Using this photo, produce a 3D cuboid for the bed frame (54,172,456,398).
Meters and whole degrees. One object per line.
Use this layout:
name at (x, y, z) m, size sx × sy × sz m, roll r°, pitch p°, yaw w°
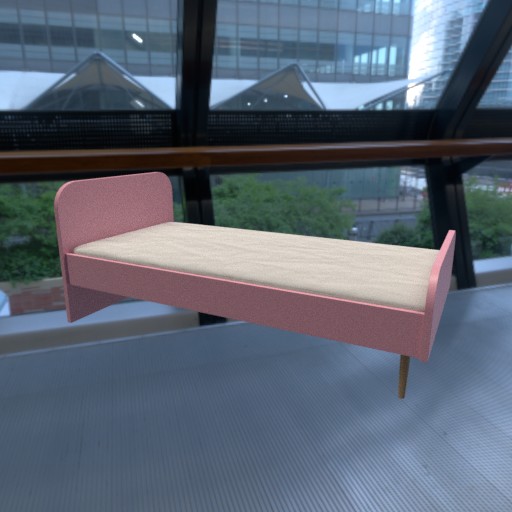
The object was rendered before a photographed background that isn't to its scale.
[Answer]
bed frame at (0.000, 0.000, 2.479) m, size 1.963 × 0.805 × 0.998 m, roll 8°, pitch 17°, yaw 26°
